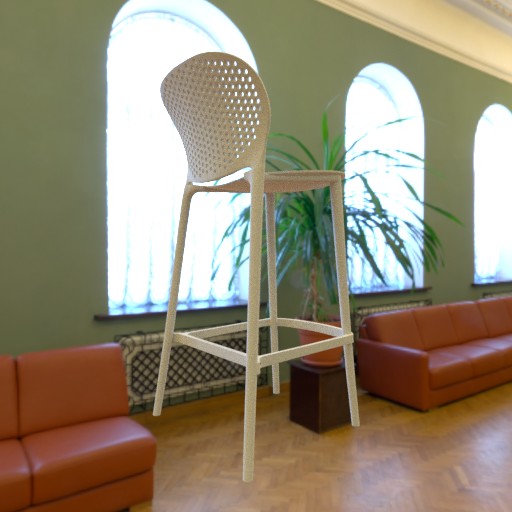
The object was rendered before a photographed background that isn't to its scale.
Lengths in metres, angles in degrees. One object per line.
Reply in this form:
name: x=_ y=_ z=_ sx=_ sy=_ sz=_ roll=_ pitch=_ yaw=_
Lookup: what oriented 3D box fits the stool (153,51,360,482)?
stool: x=0.000 y=0.000 z=1.365 sx=0.535 sy=1.045 sz=0.536 roll=-1 pitch=1 yaw=-37
